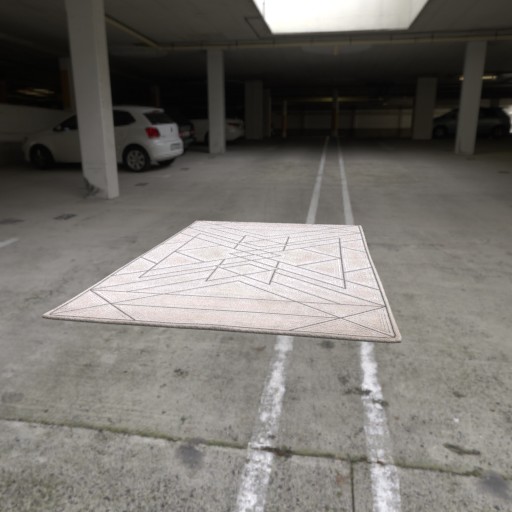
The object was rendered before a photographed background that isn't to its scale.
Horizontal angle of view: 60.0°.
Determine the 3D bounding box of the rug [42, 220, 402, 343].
[{"bbox_3d":[0.000,0.000,3.042,1.575,0.023,2.459,2,15,9],"label":"rug"}]
